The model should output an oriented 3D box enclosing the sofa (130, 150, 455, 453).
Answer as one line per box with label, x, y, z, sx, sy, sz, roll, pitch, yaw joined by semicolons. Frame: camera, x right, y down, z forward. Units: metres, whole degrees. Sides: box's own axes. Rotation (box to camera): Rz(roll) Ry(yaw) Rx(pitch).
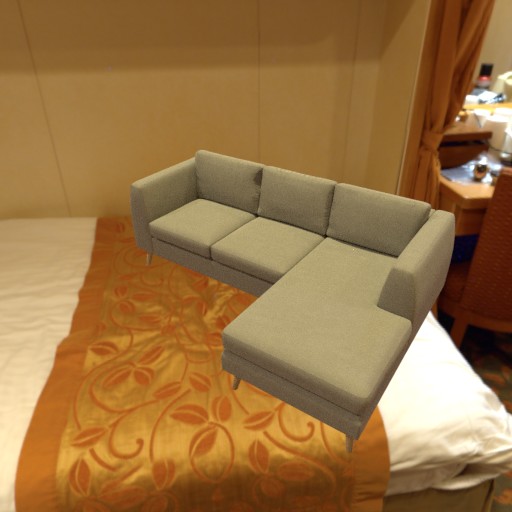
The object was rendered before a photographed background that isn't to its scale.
sofa;0.000;0.000;3.104;2.300;0.860;1.580;20;37;29
